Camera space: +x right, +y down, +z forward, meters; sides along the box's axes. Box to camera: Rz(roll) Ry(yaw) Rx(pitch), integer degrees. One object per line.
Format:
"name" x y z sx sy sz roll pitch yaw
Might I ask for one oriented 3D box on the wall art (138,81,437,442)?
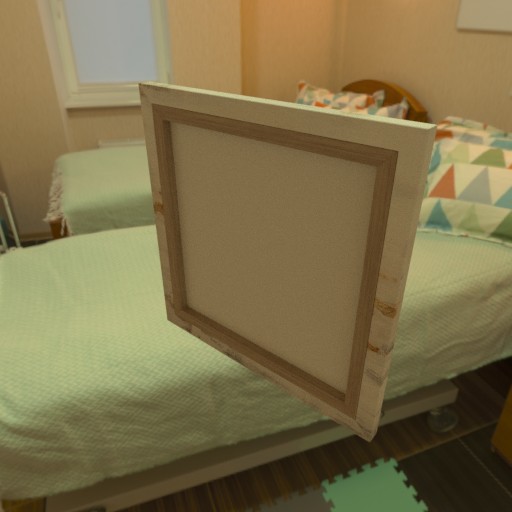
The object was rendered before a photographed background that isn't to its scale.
"wall art" 0.000 0.000 1.116 0.753 0.755 0.038 22 36 34
